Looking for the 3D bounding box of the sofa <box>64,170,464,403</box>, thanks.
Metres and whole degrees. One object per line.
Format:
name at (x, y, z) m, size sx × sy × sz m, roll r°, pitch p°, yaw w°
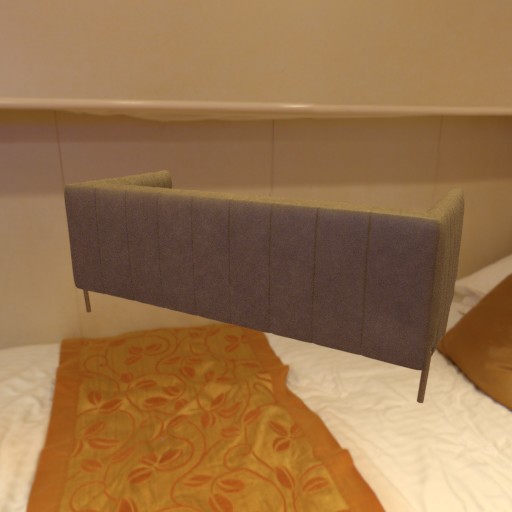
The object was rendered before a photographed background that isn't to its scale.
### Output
sofa at (0.000, 0.000, 2.412) m, size 1.980 × 0.779 × 0.876 m, roll 9°, pitch 19°, yaw 27°
